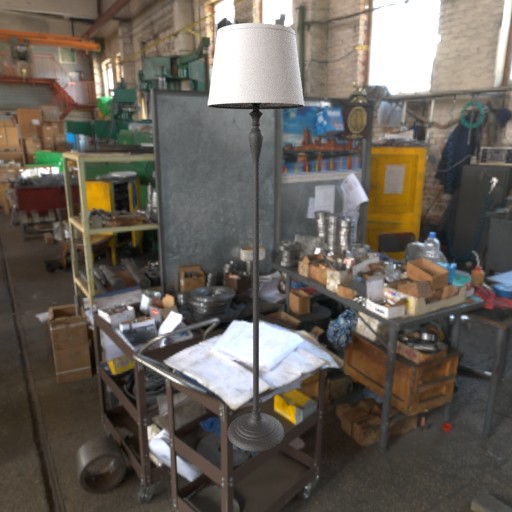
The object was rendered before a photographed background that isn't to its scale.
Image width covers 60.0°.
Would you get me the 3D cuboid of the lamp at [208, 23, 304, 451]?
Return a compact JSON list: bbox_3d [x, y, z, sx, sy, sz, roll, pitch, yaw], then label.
[{"bbox_3d":[0.000,0.000,1.638,0.327,1.506,0.327,7,17,25],"label":"lamp"}]
